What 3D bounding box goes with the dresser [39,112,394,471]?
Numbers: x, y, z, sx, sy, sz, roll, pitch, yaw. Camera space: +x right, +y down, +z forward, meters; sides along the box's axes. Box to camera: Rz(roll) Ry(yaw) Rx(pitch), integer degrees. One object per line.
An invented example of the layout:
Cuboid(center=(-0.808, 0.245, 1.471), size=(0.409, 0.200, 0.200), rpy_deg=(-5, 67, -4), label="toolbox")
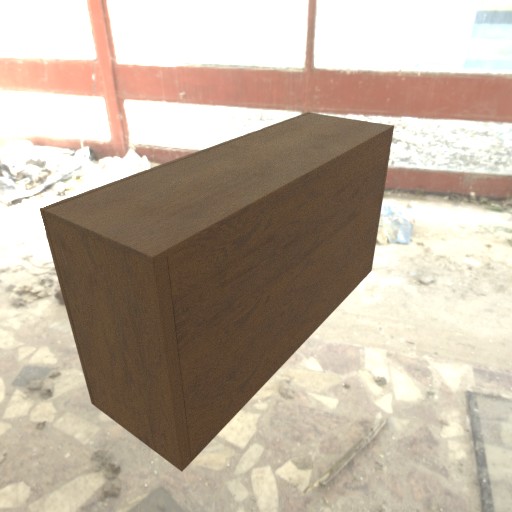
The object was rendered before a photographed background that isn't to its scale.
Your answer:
Cuboid(center=(0.000, 0.000, 1.923), size=(0.512, 0.889, 1.523), rpy_deg=(20, 36, 31), label="dresser")
